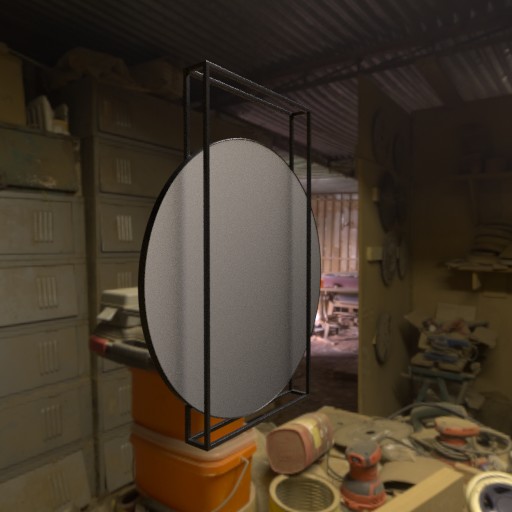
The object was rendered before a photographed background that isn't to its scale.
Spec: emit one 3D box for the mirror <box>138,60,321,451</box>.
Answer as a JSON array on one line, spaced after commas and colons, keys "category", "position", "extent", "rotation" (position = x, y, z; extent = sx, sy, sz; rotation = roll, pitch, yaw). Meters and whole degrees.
[{"category": "mirror", "position": [0.000, 0.000, 0.823], "extent": [0.051, 0.603, 0.508], "rotation": [1, 2, 37]}]
